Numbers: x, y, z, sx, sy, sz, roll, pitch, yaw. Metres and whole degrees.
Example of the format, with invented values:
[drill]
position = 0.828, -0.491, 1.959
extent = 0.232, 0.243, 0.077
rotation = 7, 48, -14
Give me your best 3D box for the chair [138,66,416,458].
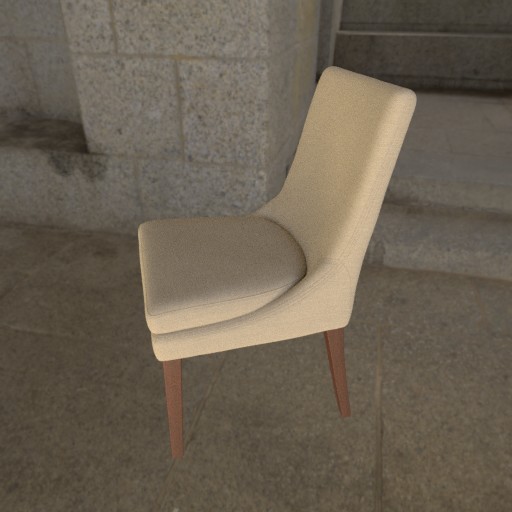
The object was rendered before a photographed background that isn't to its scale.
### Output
[chair]
position = 0.000, 0.000, 1.261
extent = 0.638, 0.940, 0.515
rotation = -8, 31, -13
